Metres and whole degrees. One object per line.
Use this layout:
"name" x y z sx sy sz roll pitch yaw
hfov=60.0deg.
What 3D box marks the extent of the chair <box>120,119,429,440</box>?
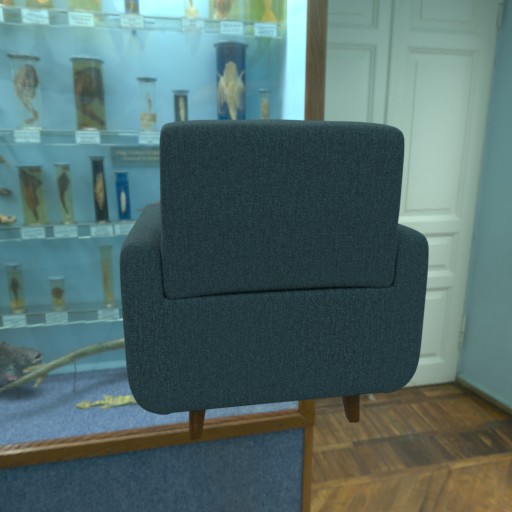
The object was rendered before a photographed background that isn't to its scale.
"chair" 0.000 0.000 1.663 0.880 0.940 0.964 -2 14 -10
